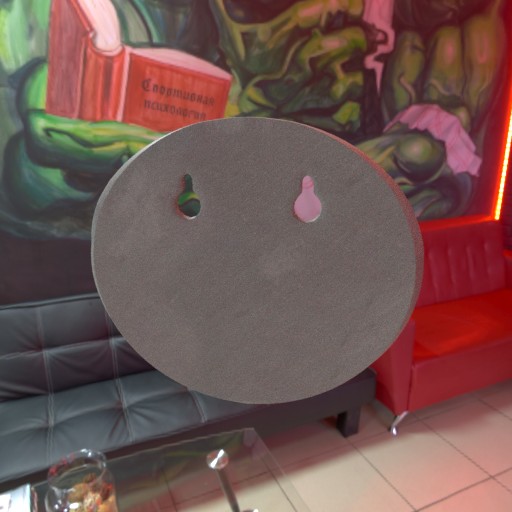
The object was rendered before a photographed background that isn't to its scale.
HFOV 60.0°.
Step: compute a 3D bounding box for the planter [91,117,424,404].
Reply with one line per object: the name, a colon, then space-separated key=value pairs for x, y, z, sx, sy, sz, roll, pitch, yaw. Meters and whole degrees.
planter: x=0.000 y=0.000 z=0.276 sx=0.190 sy=0.164 sz=0.073 roll=2 pitch=16 yaw=8
